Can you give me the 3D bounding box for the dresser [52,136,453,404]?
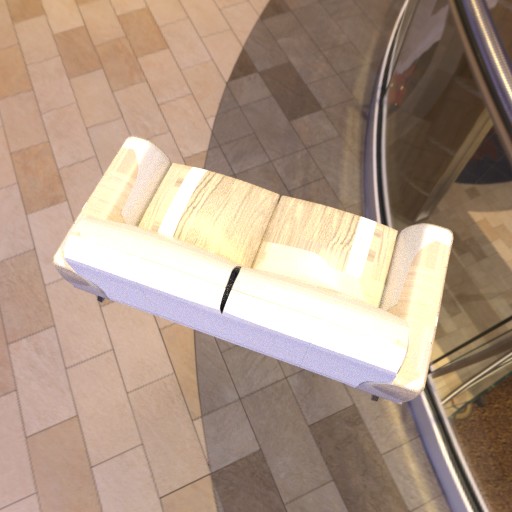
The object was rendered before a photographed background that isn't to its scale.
[{"bbox_3d":[0.000,0.000,5.845,4.679,1.863,2.251,18,66,8],"label":"dresser"}]
